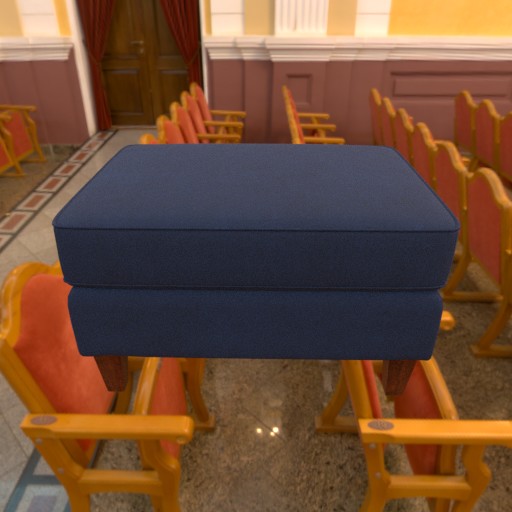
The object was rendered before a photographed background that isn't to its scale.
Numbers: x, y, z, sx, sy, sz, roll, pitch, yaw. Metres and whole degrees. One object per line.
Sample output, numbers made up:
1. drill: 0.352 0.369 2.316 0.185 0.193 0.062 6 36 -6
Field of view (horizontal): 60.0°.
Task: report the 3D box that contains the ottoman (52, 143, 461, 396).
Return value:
1. ottoman: 0.000 0.000 1.405 0.965 0.584 0.686 1 30 1
